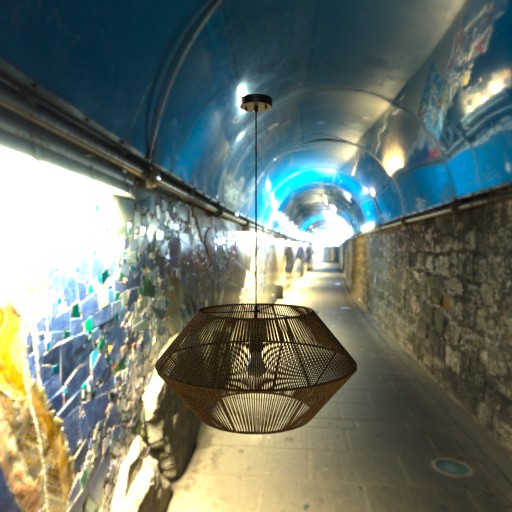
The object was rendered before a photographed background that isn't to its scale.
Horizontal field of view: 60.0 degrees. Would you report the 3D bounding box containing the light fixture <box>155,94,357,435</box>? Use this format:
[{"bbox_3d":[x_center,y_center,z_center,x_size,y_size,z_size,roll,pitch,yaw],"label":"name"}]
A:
[{"bbox_3d":[0.000,0.000,1.434,0.643,1.009,0.643,0,0,0],"label":"light fixture"}]
